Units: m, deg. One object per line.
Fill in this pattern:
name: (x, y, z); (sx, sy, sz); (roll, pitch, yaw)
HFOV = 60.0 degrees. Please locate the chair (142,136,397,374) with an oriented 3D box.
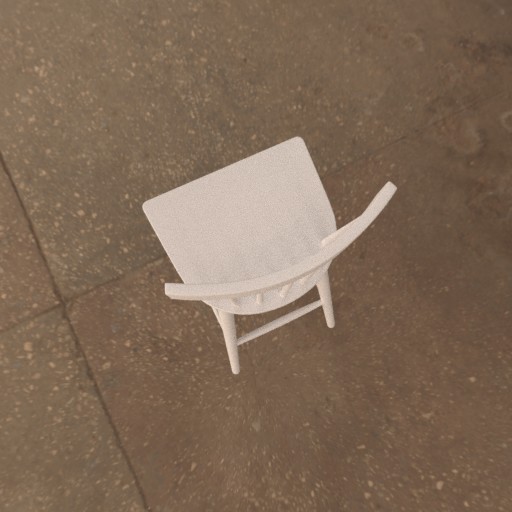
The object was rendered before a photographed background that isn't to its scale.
chair: (0.000, 0.000, 1.363); (0.483, 1.092, 0.572); (-25, 77, -6)
